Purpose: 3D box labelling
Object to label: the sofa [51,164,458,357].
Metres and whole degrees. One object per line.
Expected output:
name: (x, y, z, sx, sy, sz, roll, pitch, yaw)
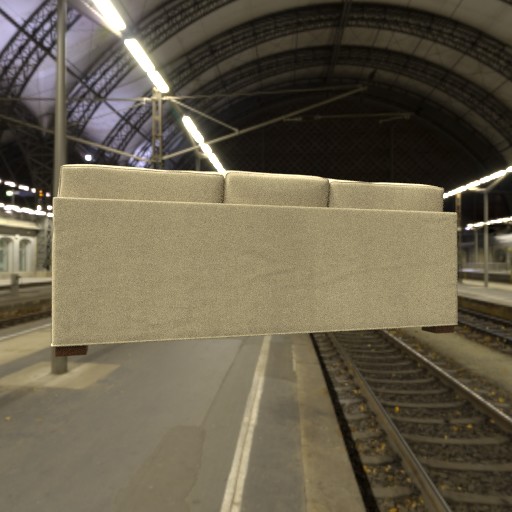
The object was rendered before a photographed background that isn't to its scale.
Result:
sofa: (0.000, 0.000, 2.605, 2.093, 0.862, 0.936, 0, 0, -18)
